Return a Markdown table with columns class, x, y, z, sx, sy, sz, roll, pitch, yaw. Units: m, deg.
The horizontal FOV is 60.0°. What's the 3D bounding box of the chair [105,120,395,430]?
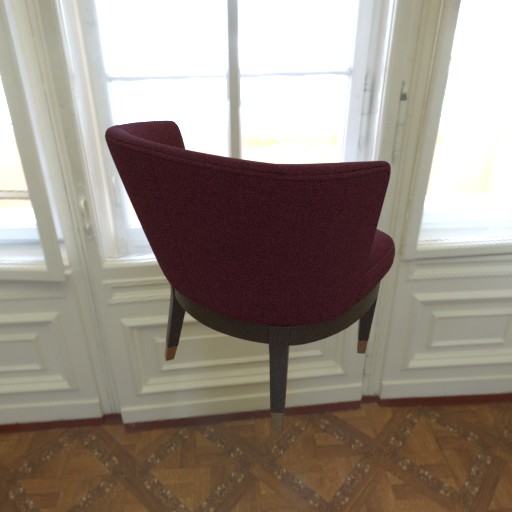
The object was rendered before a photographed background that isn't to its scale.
| class | x | y | z | sx | sy | sz | roll | pitch | yaw |
| --- | --- | --- | --- | --- | --- | --- | --- | --- | --- |
| chair | 0.000 | 0.000 | 1.270 | 0.700 | 0.760 | 0.660 | 21 | 35 | 34 |
